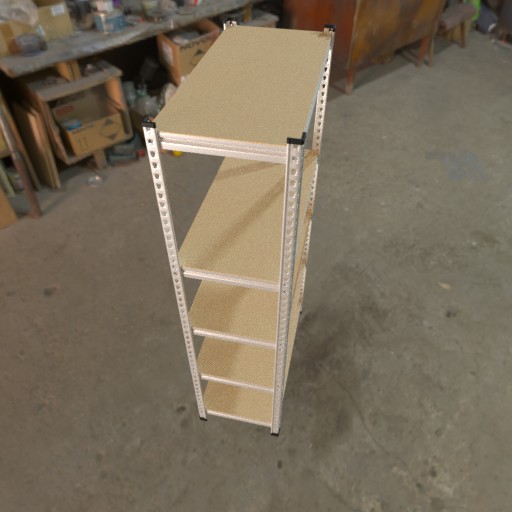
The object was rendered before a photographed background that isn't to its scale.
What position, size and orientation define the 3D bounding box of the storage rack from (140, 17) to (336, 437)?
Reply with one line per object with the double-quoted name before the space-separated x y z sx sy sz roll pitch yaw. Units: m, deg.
"storage rack" 0.000 0.000 2.142 0.457 1.829 0.914 9 46 9
